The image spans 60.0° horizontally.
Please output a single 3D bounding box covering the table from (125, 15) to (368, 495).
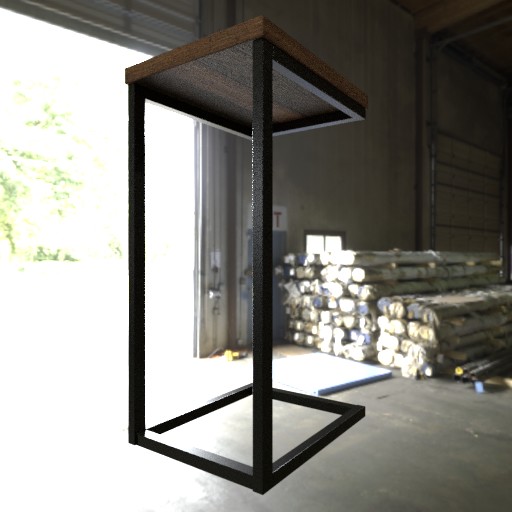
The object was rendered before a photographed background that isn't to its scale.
[{"bbox_3d":[0.000,0.000,0.919,0.323,0.718,0.414,0,0,36],"label":"table"}]
